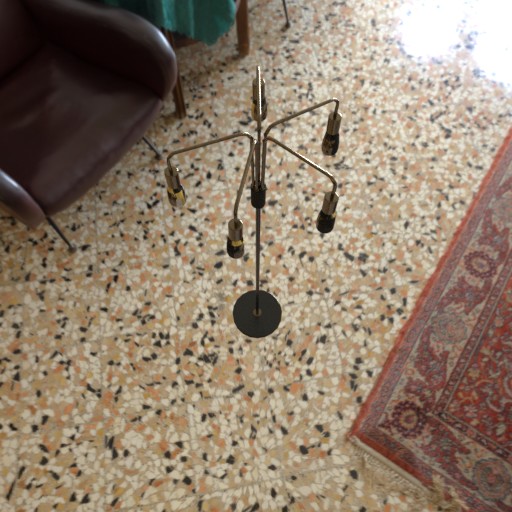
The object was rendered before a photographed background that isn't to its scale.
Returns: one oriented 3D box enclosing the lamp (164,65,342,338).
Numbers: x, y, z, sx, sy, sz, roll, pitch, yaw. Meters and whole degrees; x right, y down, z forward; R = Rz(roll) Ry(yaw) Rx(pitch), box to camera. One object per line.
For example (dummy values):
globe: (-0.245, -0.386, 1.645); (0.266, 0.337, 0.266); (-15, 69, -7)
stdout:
lamp: (0.000, 0.000, 2.041); (0.572, 1.721, 0.599); (-1, 65, -1)
